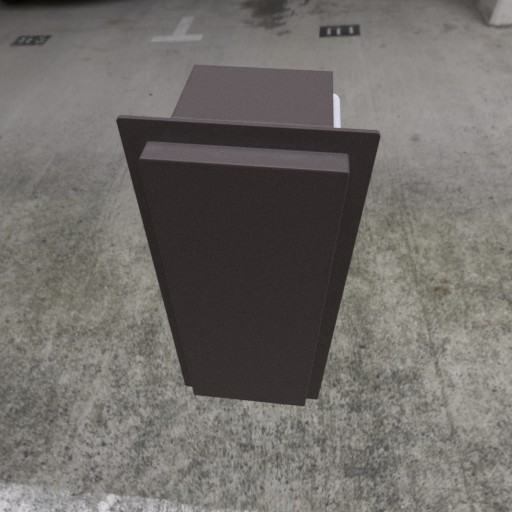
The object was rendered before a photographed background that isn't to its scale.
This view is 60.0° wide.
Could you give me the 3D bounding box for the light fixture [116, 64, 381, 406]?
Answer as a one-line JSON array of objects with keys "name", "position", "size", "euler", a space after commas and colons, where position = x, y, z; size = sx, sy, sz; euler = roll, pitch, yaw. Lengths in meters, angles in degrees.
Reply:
[{"name": "light fixture", "position": [0.000, 0.000, 0.419], "size": [0.153, 0.347, 0.146], "euler": [5, 48, 4]}]
